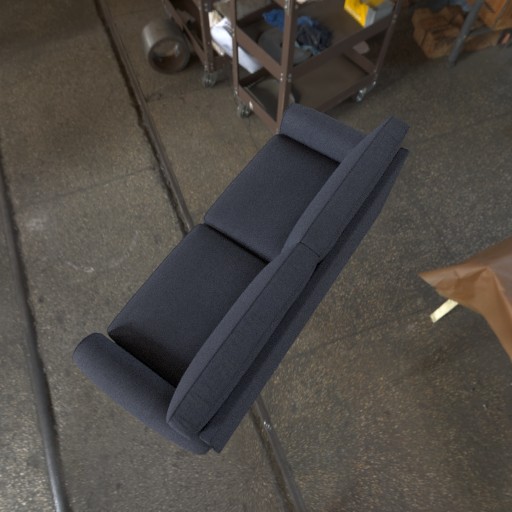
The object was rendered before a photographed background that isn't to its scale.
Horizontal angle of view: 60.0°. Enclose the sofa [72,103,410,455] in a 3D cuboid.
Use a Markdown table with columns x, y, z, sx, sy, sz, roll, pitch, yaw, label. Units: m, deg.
| x | y | z | sx | sy | sz | roll | pitch | yaw | label |
| --- | --- | --- | --- | --- | --- | --- | --- | --- | --- |
| 0.000 | 0.000 | 2.893 | 0.954 | 1.026 | 2.391 | 32 | 68 | 15 | sofa |
